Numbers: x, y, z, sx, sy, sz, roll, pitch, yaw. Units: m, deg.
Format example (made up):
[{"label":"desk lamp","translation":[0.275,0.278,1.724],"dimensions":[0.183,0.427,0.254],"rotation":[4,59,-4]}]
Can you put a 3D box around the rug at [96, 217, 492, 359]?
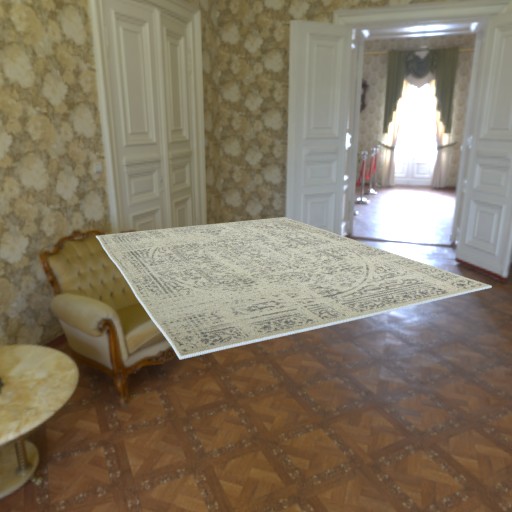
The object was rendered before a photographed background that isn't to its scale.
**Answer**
[{"label":"rug","translation":[0.000,0.000,3.902],"dimensions":[2.311,0.032,2.921],"rotation":[-8,18,-26]}]
